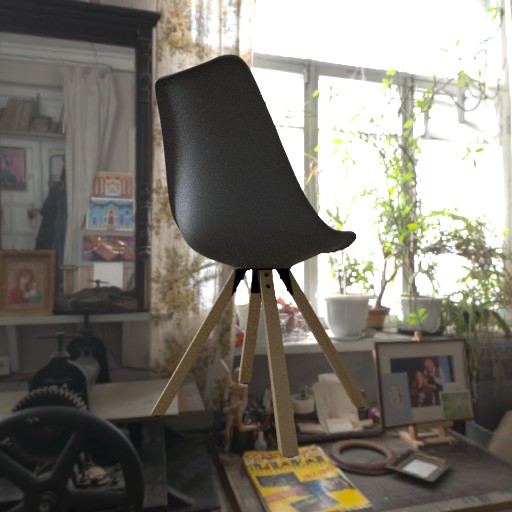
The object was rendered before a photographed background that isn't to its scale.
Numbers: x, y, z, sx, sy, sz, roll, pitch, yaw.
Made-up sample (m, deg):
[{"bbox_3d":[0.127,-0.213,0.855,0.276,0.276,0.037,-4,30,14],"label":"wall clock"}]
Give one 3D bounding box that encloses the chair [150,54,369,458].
[{"bbox_3d":[0.000,0.000,1.203,0.485,0.850,0.549,0,0,36],"label":"chair"}]
